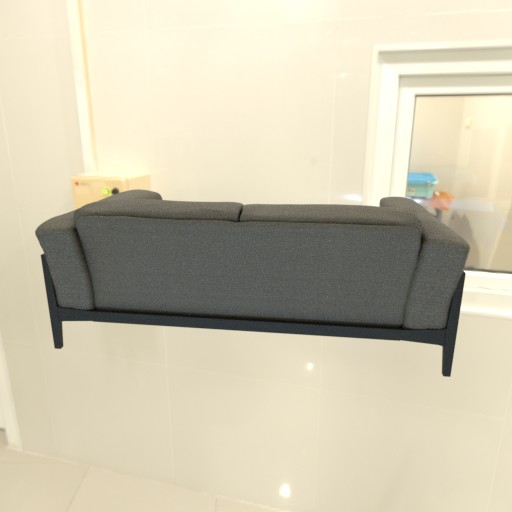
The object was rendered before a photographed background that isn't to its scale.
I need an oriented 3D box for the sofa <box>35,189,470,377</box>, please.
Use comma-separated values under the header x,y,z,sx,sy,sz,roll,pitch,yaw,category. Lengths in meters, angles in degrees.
x,y,z,sx,sy,sz,roll,pitch,yaw,category
0.000,0.000,2.172,1.690,0.656,0.960,2,17,7,sofa
